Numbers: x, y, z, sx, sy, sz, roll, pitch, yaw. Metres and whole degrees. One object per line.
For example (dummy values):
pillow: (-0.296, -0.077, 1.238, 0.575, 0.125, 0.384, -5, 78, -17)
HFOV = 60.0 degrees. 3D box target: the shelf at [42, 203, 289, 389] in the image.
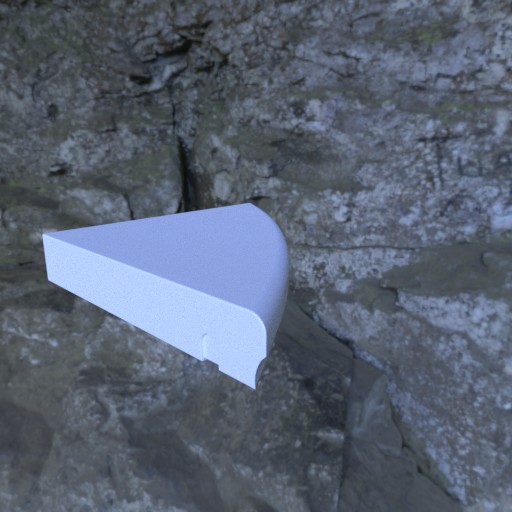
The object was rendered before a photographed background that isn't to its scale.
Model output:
shelf: (0.000, 0.000, 0.464, 0.310, 0.050, 0.310, 14, 21, 42)
